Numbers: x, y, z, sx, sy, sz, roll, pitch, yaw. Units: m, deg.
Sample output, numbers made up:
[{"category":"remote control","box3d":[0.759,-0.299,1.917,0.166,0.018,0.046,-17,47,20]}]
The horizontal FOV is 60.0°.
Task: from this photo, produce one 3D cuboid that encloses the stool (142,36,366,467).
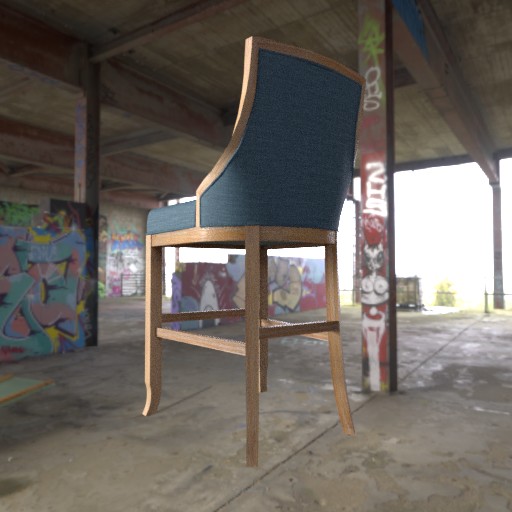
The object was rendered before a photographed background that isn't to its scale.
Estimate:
[{"category":"stool","box3d":[0.000,0.000,1.460,0.524,1.101,0.626,1,-2,-36]}]
